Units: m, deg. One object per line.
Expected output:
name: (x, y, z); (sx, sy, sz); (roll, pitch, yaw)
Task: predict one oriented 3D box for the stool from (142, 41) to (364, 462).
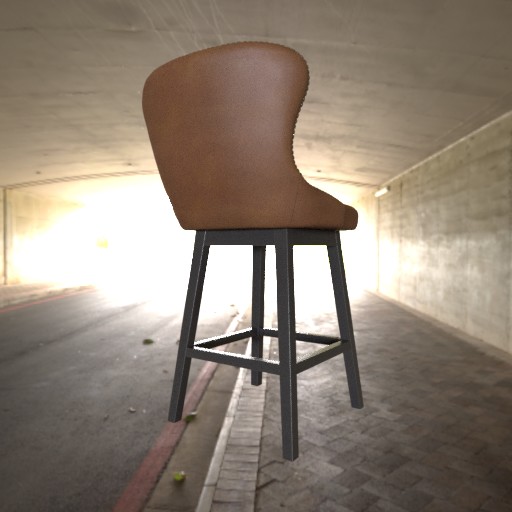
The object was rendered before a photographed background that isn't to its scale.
stool: (0.000, 0.000, 1.289); (0.528, 0.971, 0.593); (1, 2, 35)
